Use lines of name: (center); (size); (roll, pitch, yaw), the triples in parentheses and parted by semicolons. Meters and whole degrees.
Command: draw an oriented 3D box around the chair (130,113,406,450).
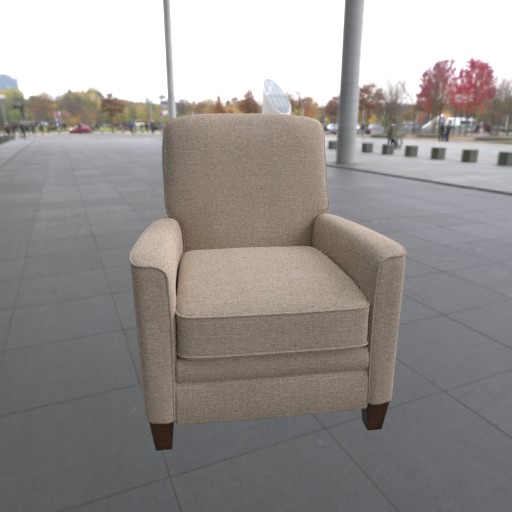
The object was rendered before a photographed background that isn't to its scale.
chair: (0.000, 0.000, 1.655); (0.841, 1.028, 0.858); (-2, 17, -8)
